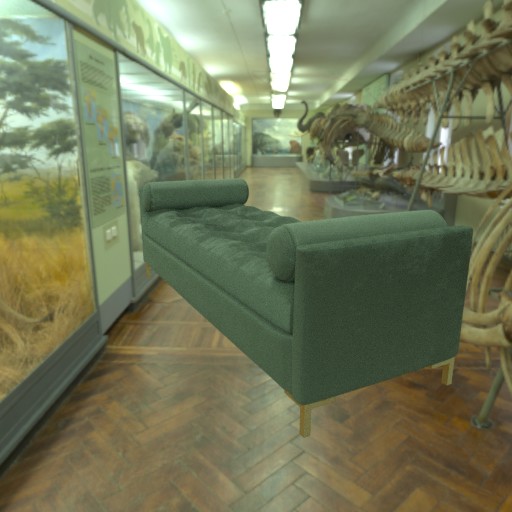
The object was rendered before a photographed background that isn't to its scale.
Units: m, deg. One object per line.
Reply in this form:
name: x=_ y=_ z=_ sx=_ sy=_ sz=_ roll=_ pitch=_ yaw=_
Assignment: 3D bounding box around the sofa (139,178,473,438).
sofa: x=0.000 y=0.000 z=2.454 sx=0.796 sy=0.705 sz=2.102 roll=-8 pitch=16 yaw=-27
